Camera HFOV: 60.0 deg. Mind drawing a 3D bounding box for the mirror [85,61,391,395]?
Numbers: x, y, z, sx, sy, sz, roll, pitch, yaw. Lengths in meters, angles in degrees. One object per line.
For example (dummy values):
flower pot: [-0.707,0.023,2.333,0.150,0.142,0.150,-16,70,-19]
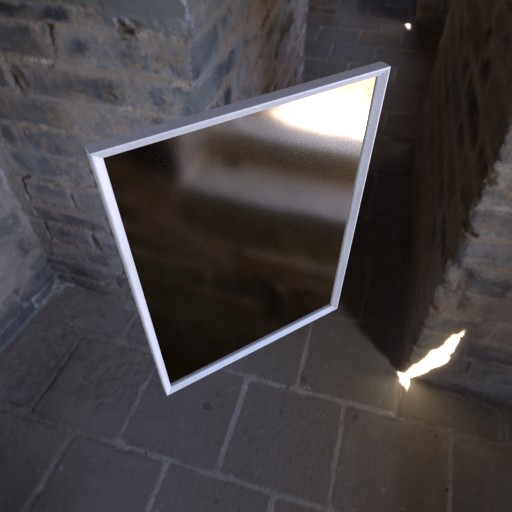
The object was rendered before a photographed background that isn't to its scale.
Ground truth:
mirror: [0.000,0.000,1.362,0.762,1.016,0.041,-23,51,-20]
